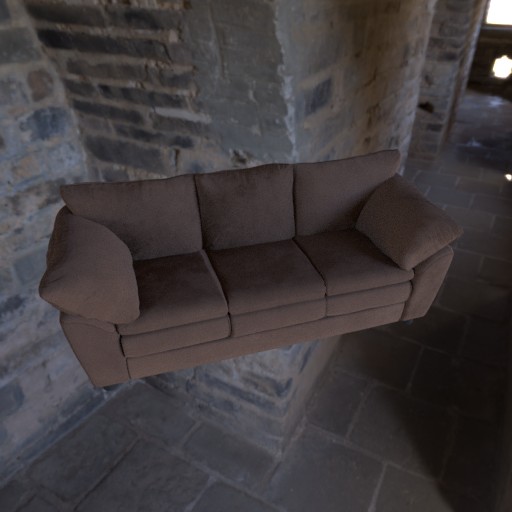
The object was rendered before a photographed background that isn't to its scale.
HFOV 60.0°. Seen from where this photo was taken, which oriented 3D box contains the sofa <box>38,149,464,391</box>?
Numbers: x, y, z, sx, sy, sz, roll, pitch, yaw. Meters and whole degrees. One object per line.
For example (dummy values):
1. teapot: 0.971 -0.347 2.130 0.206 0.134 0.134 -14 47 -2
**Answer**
1. sofa: 0.000 0.000 2.765 2.336 1.015 0.878 -9 33 -15
